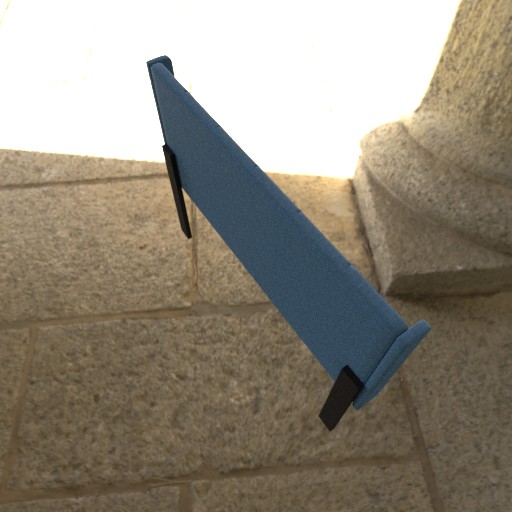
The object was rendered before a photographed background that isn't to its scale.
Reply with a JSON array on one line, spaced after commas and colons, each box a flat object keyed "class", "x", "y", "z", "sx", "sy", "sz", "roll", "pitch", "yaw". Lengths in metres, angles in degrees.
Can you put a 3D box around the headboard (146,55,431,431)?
[{"class": "headboard", "x": 0.000, "y": 0.000, "z": 2.692, "sx": 0.184, "sy": 1.524, "sz": 2.051, "roll": -30, "pitch": 62, "yaw": -18}]
